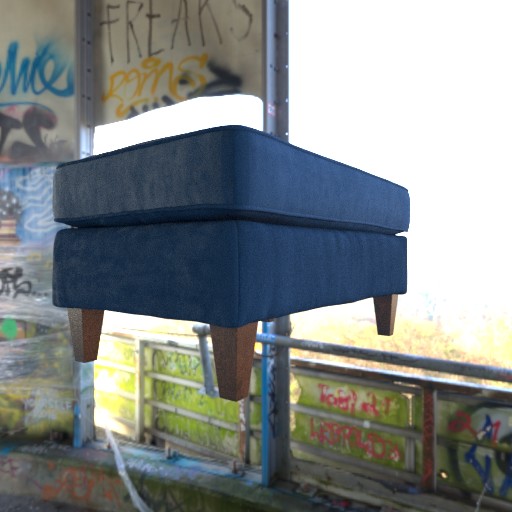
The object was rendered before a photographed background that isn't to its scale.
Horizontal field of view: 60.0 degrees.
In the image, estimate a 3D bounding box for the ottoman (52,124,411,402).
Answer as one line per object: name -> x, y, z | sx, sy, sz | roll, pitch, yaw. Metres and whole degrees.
ottoman -> 0.000, 0.000, 1.190 | 0.583, 0.484, 0.862 | 0, 0, 36
